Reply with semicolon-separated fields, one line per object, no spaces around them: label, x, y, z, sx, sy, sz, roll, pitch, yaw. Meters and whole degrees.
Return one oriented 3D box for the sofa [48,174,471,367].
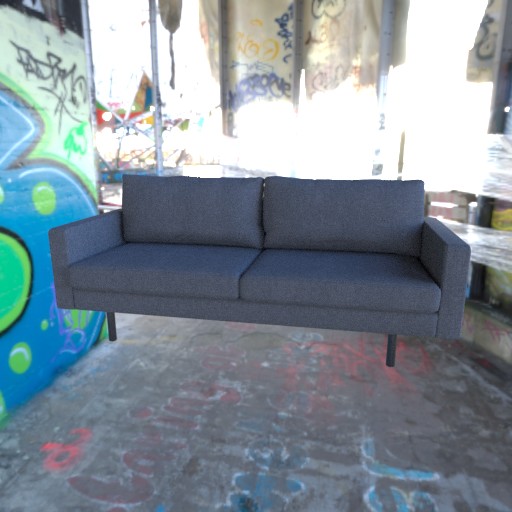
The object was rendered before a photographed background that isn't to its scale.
sofa;0.000;0.000;2.573;2.100;0.880;0.880;3;15;11
